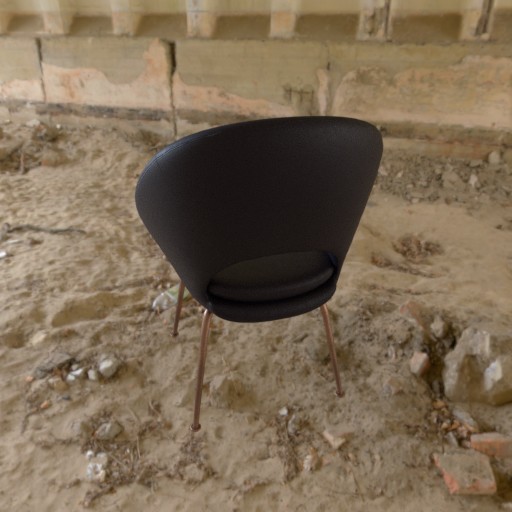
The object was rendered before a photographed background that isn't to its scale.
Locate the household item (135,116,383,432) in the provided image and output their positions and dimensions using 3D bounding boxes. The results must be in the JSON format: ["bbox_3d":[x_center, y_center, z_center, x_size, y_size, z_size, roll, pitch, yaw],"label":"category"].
[{"bbox_3d":[0.000,0.000,1.266,0.623,0.852,0.573,-8,28,-15],"label":"household item"}]
